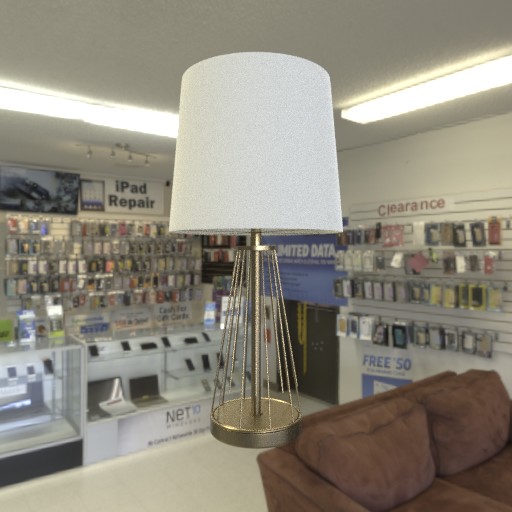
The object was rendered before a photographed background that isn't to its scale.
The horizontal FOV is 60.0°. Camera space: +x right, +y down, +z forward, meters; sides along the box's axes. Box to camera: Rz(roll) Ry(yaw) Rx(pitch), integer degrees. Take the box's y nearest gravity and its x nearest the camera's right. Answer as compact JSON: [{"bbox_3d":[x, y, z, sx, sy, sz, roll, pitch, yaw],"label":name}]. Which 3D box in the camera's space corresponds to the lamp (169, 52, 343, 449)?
[{"bbox_3d":[0.000,0.000,0.788,0.303,0.618,0.303,0,1,0],"label":"lamp"}]
